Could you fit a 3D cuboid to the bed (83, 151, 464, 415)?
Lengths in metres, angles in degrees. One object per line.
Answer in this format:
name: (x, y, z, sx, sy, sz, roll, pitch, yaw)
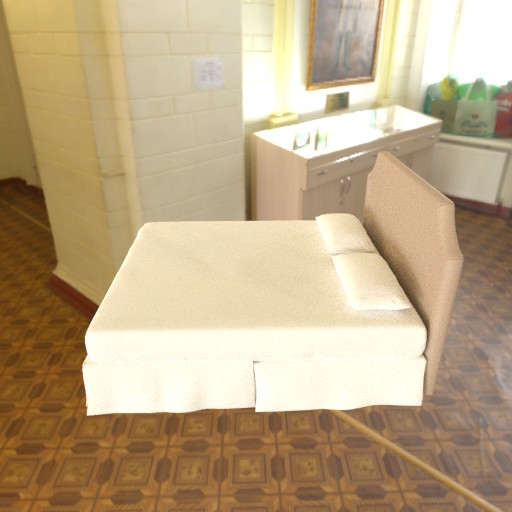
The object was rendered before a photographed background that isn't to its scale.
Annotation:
bed: (0.000, 0.000, 4.156, 2.773, 1.590, 2.350, -1, 26, -1)
